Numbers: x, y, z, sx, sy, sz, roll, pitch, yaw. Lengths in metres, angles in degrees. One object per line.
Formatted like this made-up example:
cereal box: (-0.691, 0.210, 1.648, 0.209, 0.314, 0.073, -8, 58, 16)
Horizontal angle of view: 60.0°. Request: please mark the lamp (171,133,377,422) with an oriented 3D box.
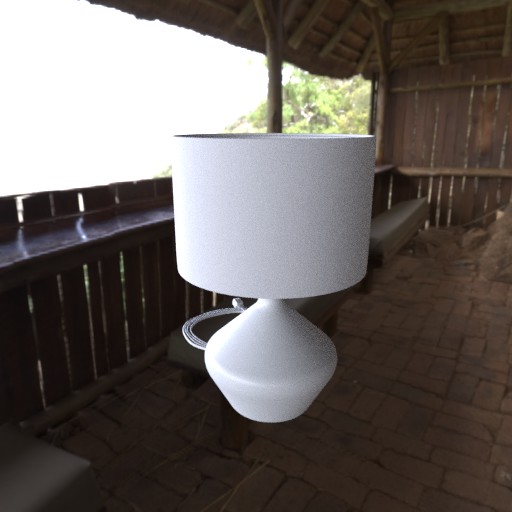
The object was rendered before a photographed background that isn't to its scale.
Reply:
lamp: (0.000, 0.000, 0.857, 0.401, 0.457, 0.546, 3, 17, 10)
